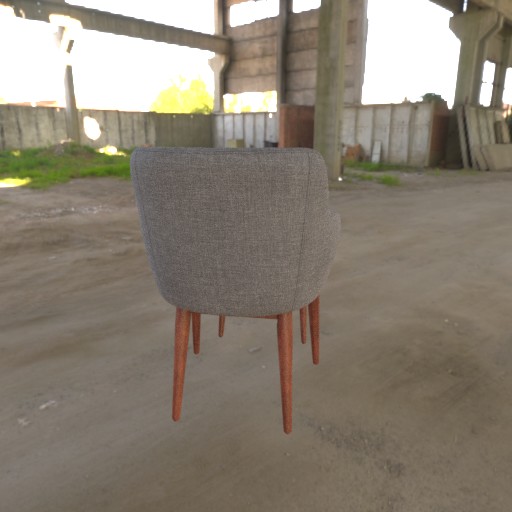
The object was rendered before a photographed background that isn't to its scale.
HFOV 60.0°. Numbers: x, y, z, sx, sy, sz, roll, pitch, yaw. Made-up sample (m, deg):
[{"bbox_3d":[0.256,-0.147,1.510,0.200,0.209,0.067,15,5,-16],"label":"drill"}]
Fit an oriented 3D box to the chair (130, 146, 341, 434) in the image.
[{"bbox_3d":[0.000,0.000,1.593,0.584,0.799,1.107,3,16,10],"label":"chair"}]
